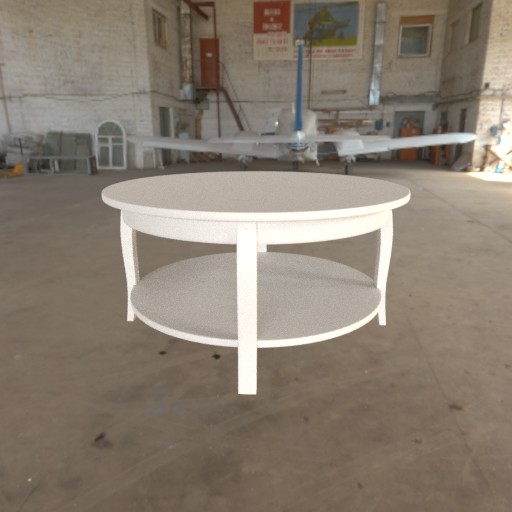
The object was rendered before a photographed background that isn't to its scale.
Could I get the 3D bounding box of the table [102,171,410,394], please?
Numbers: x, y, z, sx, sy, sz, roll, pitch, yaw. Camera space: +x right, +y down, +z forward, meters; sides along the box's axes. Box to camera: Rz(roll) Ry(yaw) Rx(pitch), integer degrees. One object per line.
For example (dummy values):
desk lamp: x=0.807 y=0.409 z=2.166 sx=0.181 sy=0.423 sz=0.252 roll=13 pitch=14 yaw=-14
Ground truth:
table: x=0.000 y=0.000 z=1.441 sx=0.910 sy=0.457 sz=0.910 roll=0 pitch=16 yaw=0
